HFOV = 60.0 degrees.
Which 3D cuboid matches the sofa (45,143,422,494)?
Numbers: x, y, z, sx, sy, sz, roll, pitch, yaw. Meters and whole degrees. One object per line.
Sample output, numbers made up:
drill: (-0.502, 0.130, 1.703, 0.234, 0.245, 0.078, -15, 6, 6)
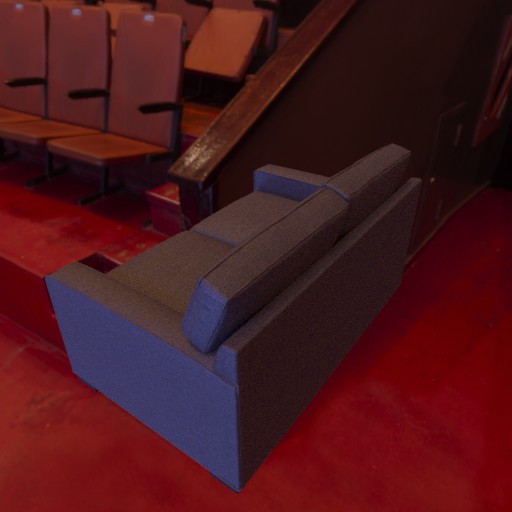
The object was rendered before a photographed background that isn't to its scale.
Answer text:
sofa: (0.000, 0.000, 2.079, 0.974, 0.887, 1.534, 21, 37, 30)
